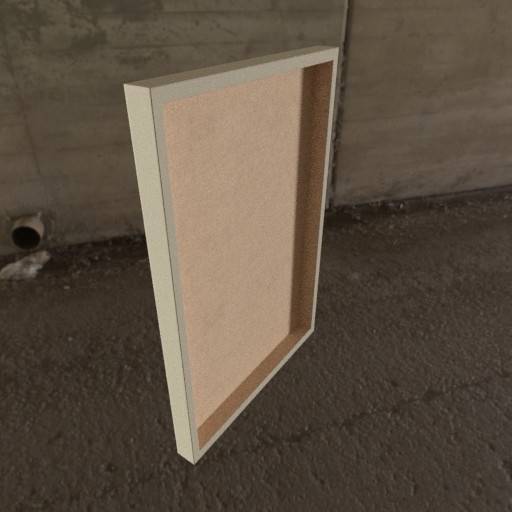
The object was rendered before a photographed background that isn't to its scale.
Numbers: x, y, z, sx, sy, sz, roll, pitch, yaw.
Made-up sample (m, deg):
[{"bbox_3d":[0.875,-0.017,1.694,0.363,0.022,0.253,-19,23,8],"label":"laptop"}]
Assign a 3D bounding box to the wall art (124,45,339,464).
[{"bbox_3d":[0.000,0.000,0.750,0.038,0.608,0.418,20,37,29],"label":"wall art"}]
